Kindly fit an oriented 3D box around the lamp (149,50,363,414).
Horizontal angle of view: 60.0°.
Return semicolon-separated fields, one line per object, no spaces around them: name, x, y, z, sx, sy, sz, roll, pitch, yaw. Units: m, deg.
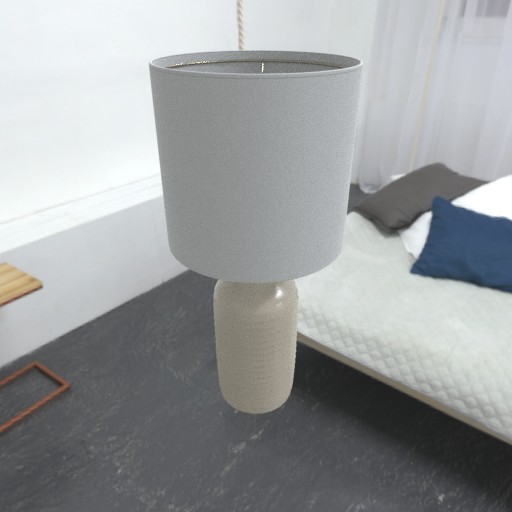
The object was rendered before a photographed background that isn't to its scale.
lamp;0.000;0.000;0.583;0.220;0.475;0.220;10;31;16
